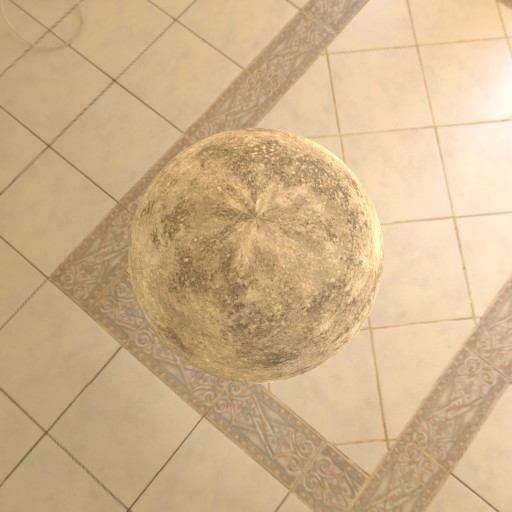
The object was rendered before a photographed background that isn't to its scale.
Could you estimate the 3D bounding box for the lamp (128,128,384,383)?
[{"bbox_3d":[0.000,0.000,0.762,0.422,0.429,0.422,0,77,0],"label":"lamp"}]
